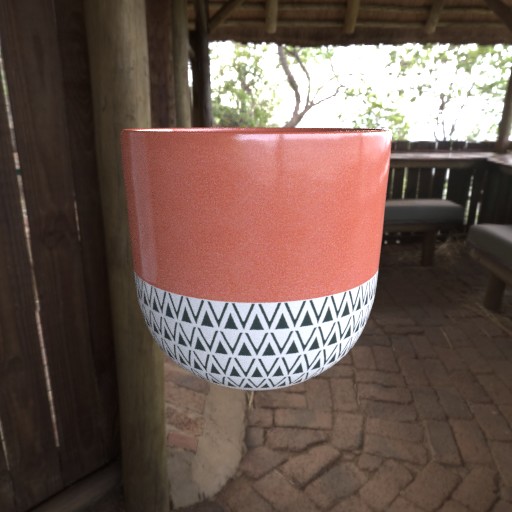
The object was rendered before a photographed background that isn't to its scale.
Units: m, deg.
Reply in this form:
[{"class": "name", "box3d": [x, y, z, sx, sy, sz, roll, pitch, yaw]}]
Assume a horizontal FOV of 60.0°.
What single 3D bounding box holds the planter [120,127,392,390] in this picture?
[{"class": "planter", "box3d": [0.000, 0.000, 0.490, 0.266, 0.270, 0.266, 0, 17, 0]}]
